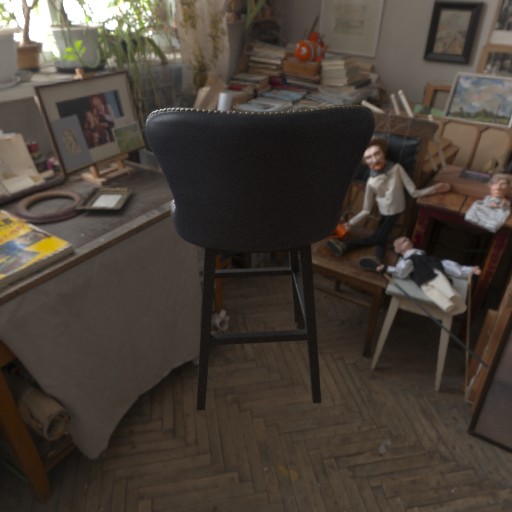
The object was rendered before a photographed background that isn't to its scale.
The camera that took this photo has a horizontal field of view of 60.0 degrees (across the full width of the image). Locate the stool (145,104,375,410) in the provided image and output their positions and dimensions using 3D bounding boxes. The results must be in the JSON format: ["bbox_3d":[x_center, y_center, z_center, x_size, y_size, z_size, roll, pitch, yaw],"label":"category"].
[{"bbox_3d":[0.000,0.000,1.415,0.528,1.050,0.601,-2,32,-4],"label":"stool"}]
